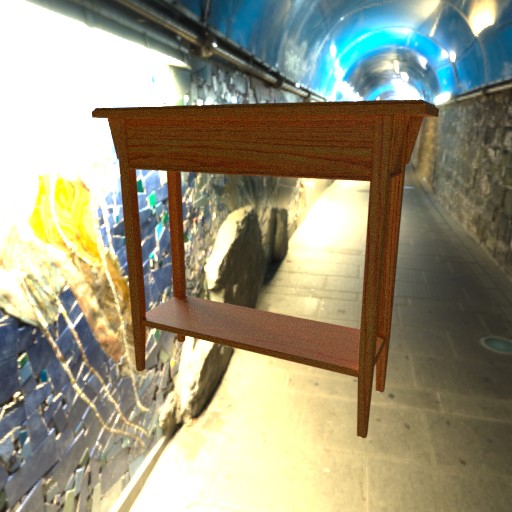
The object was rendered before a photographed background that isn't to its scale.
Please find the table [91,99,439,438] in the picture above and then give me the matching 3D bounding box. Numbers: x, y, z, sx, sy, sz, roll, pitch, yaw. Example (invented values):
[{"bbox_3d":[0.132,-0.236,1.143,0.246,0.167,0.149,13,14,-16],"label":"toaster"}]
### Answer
[{"bbox_3d":[0.000,0.000,1.112,0.762,0.711,0.254,8,18,25],"label":"table"}]
